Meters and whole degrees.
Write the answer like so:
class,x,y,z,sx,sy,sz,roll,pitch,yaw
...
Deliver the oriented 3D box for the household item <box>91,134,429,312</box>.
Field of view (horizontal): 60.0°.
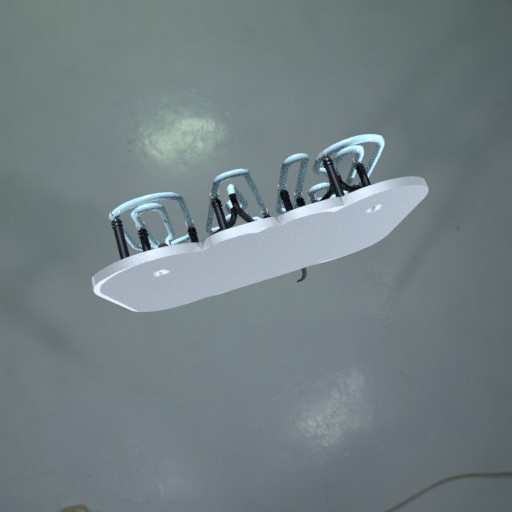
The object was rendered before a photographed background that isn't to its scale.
class,x,y,z,sx,sy,sz,roll,pitch,yaw
household item,0.000,0.000,0.383,0.211,0.294,0.042,-17,77,-4
